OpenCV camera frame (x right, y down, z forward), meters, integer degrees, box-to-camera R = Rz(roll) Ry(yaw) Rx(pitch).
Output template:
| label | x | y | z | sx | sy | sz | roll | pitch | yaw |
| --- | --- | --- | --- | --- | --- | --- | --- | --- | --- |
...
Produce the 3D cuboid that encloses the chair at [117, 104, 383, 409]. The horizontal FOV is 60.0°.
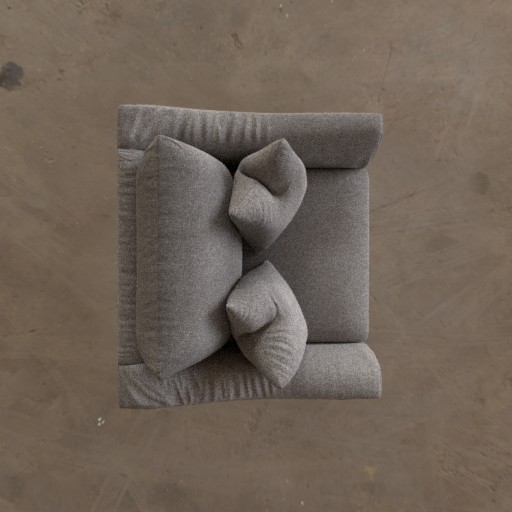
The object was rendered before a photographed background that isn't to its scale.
| label | x | y | z | sx | sy | sz | roll | pitch | yaw |
| --- | --- | --- | --- | --- | --- | --- | --- | --- | --- |
| chair | 0.000 | 0.000 | 2.038 | 1.071 | 1.059 | 1.194 | 0 | 91 | 1 |
